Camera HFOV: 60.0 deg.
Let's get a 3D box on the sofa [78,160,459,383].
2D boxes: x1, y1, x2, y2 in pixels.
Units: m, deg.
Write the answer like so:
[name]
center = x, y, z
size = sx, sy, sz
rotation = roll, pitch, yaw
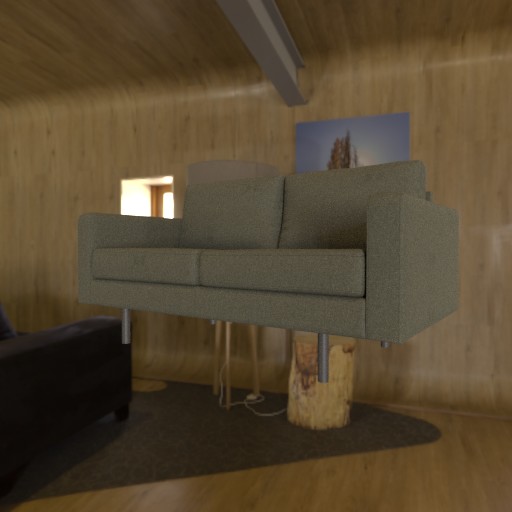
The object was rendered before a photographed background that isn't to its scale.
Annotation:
[sofa]
center = 0.000, 0.000, 2.227
size = 1.730, 0.897, 0.889
rotation = 1, 2, 35
